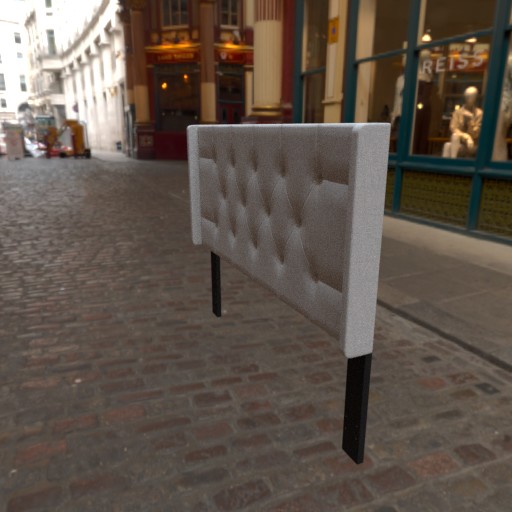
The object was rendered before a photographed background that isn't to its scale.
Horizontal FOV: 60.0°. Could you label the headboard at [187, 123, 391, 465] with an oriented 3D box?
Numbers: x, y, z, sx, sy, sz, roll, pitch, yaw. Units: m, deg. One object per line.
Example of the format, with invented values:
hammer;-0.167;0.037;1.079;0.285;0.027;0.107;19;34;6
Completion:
headboard;0.000;0.000;2.677;0.184;1.524;2.051;-8;18;-24
